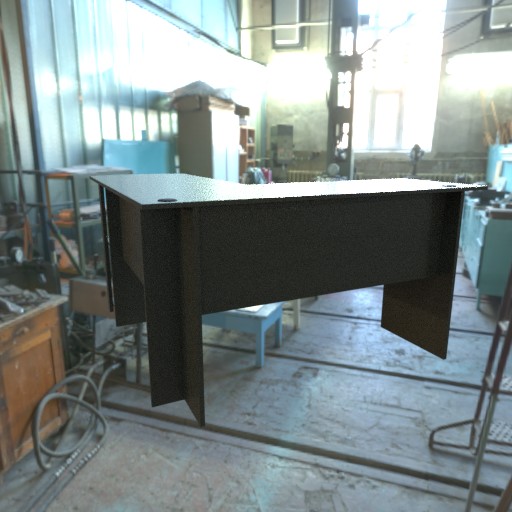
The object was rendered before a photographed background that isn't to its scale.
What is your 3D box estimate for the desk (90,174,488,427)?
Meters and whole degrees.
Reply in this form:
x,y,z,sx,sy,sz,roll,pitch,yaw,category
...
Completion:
x,y,z,sx,sy,sz,roll,pitch,yaw,category
0.000,0.000,2.091,1.303,0.716,1.361,-6,15,-25,desk
